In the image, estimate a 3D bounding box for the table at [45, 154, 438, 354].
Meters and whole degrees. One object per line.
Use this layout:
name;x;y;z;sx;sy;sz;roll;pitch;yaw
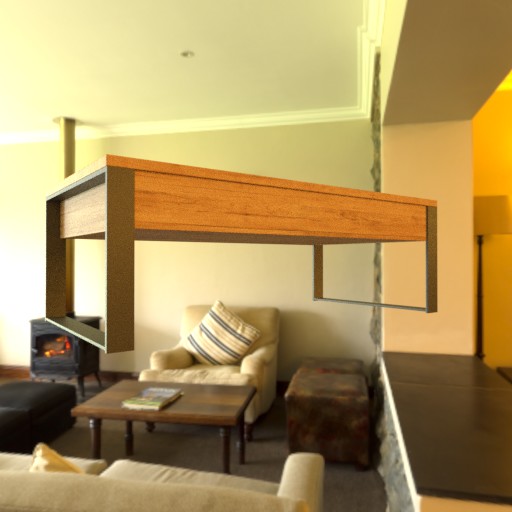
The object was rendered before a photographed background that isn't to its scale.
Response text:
table;0.000;0.000;1.474;1.180;0.400;0.590;0;-1;-36
